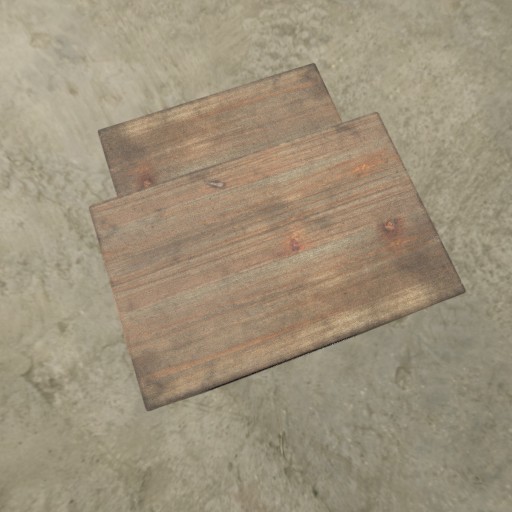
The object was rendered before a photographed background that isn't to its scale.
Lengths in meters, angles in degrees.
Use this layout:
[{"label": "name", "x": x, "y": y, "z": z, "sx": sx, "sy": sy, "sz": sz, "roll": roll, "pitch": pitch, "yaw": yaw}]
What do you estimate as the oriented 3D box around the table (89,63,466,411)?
[{"label": "table", "x": 0.000, "y": 0.000, "z": 0.922, "sx": 0.456, "sy": 0.615, "sz": 0.460, "roll": -17, "pitch": 76, "yaw": -5}]
